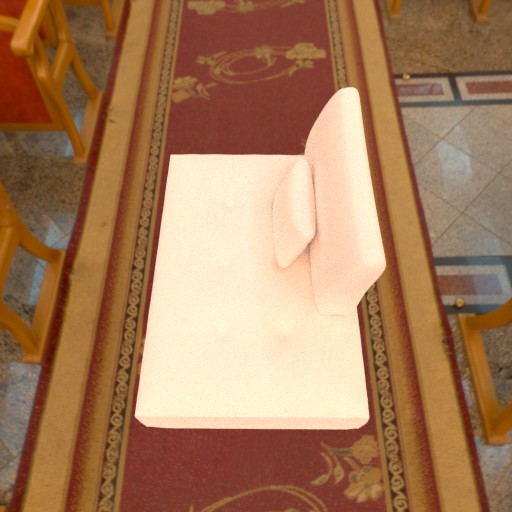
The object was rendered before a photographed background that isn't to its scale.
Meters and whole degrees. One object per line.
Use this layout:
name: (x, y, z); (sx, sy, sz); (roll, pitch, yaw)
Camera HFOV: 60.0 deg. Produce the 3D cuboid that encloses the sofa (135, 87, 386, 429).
sofa: (0.000, 0.000, 2.118); (1.000, 0.820, 1.450); (0, 60, 0)
